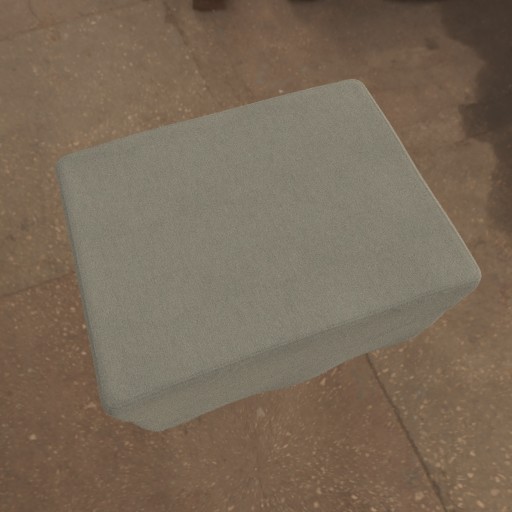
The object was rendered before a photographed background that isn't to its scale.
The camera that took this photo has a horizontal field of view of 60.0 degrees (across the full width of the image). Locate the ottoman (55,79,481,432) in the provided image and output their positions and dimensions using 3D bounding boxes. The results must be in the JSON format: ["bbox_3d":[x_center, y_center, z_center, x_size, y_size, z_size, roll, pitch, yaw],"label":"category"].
[{"bbox_3d":[0.000,0.000,1.195,0.833,0.461,0.648,-18,66,-8],"label":"ottoman"}]
